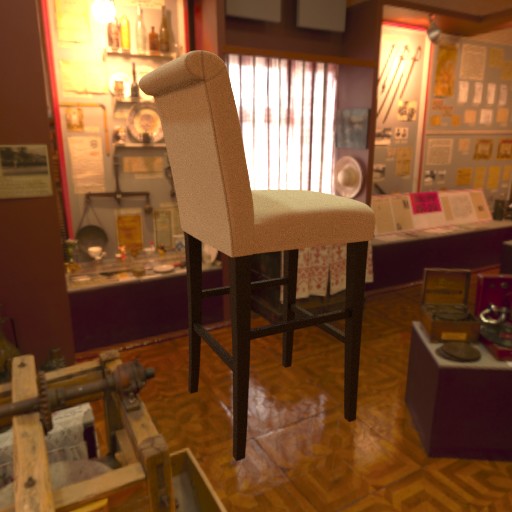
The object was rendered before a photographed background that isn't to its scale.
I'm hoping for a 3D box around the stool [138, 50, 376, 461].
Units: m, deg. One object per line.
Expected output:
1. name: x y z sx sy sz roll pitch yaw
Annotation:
1. stool: 0.000 0.000 1.441 0.597 1.124 0.452 -7 16 -26
